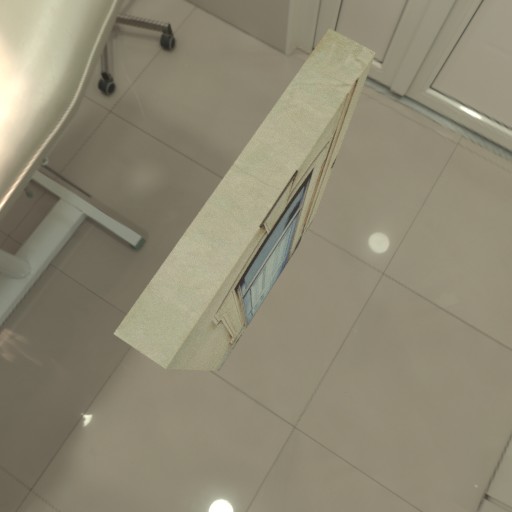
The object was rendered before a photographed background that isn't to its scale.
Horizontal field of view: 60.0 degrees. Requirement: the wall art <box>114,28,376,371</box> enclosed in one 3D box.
[{"bbox_3d":[0.000,0.000,0.469,0.038,0.381,0.254,31,78,8],"label":"wall art"}]
